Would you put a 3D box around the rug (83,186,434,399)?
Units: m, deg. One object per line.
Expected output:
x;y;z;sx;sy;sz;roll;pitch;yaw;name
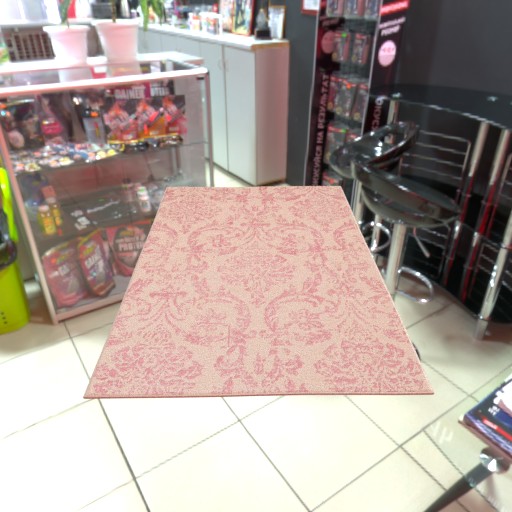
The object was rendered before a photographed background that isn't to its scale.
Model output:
0.000;0.000;2.313;1.219;0.012;1.839;0;32;-1;rug
